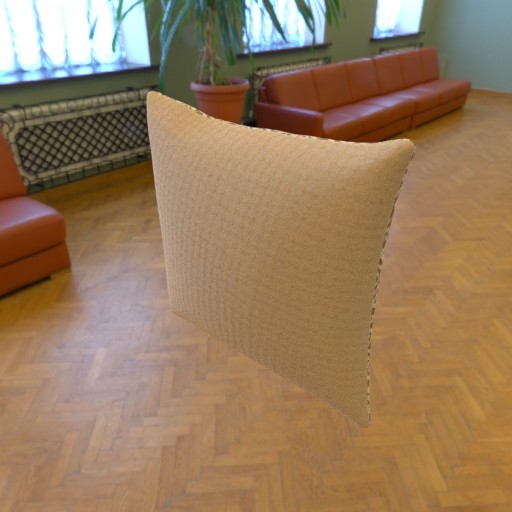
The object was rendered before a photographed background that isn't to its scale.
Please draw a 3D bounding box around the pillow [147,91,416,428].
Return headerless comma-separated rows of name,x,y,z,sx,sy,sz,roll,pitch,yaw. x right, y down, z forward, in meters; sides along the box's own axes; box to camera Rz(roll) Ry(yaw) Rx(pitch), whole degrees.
pillow,0.000,0.000,0.640,0.419,0.407,0.173,23,37,34
